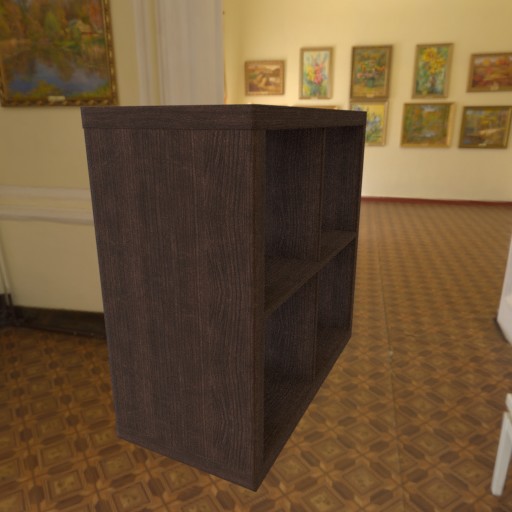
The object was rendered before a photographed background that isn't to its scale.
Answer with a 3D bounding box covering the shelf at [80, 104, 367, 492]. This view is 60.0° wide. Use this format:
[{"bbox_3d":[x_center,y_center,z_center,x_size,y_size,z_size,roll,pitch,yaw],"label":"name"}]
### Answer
[{"bbox_3d":[0.000,0.000,1.253,0.390,0.786,0.790,8,19,25],"label":"shelf"}]
